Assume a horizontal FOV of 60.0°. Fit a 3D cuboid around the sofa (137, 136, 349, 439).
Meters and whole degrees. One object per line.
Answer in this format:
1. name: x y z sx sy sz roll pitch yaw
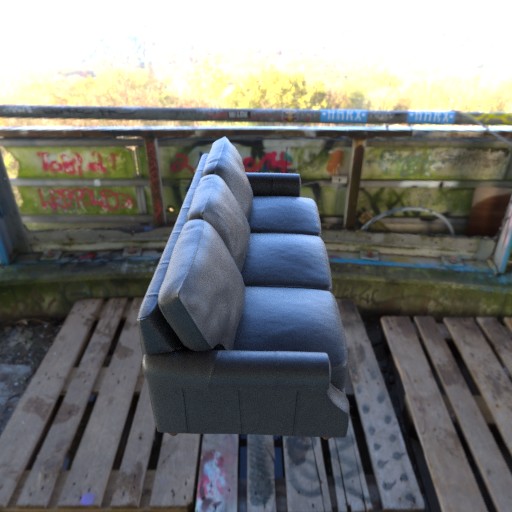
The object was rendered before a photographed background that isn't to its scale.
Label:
1. sofa: 0.000 0.000 2.939 0.974 0.977 2.387 1 31 1
